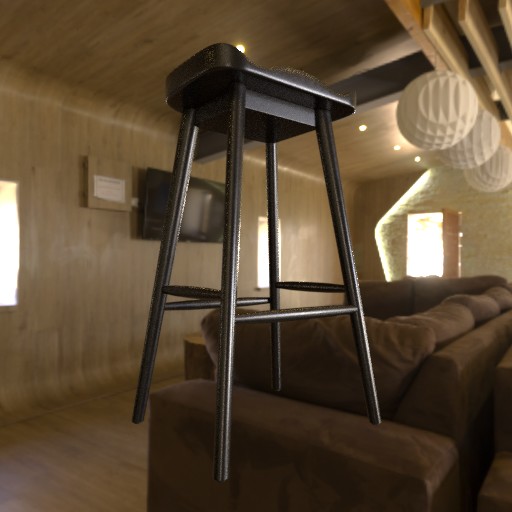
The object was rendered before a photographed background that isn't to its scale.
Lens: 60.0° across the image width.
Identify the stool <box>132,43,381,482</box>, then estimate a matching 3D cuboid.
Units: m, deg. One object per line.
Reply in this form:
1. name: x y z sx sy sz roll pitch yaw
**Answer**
1. stool: 0.000 0.000 0.998 0.440 0.749 0.361 1 -1 -38
